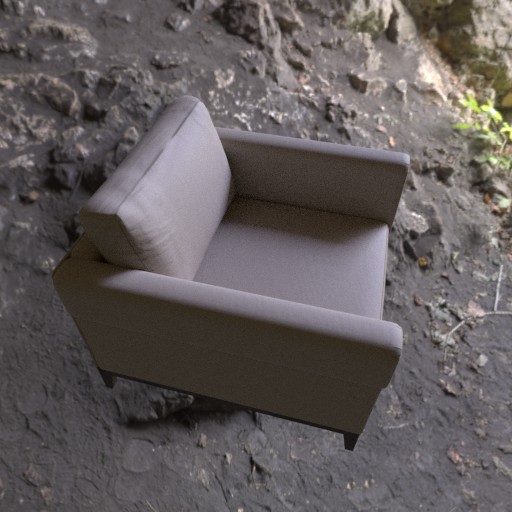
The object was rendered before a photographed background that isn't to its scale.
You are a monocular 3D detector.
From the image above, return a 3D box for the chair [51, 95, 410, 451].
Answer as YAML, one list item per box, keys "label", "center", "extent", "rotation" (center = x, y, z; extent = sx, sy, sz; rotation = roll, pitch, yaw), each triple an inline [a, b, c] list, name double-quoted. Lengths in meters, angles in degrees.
- label: "chair"
  center: [0.000, 0.000, 1.606]
  extent: [0.959, 0.838, 0.914]
  rotation: [11, 47, 10]
